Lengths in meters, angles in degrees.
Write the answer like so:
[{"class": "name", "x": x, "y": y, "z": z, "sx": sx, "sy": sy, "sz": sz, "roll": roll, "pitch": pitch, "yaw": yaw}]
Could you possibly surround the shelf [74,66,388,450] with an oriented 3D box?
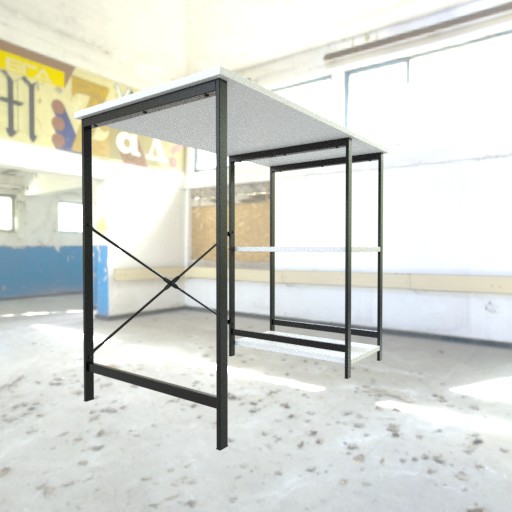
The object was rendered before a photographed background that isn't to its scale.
[{"class": "shelf", "x": 0.000, "y": 0.000, "z": 1.363, "sx": 0.498, "sy": 0.750, "sz": 0.902, "roll": 1, "pitch": 2, "yaw": 37}]
